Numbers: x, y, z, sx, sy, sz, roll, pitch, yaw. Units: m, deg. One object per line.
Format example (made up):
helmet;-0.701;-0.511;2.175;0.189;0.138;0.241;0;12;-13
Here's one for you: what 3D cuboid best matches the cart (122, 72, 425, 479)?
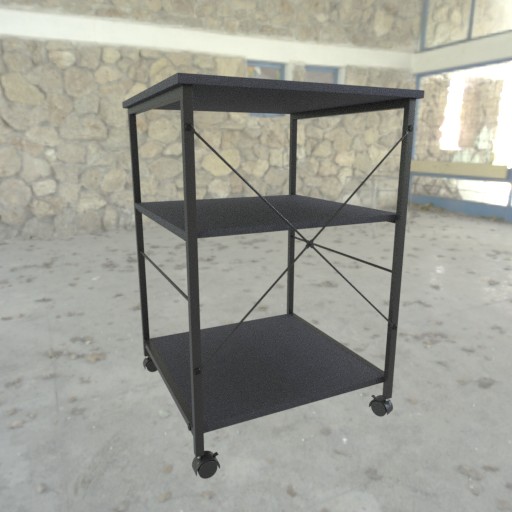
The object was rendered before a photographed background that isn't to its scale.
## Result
cart;0.000;0.000;1.121;0.521;0.762;0.520;-6;15;-25
